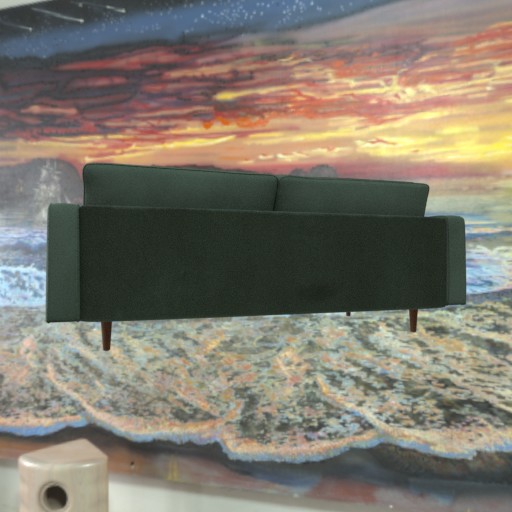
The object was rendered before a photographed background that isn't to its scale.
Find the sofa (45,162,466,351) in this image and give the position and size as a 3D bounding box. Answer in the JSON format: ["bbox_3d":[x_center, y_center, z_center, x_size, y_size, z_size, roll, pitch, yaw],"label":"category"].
[{"bbox_3d":[0.000,0.000,2.287,1.880,0.772,0.916,0,0,-18],"label":"sofa"}]
